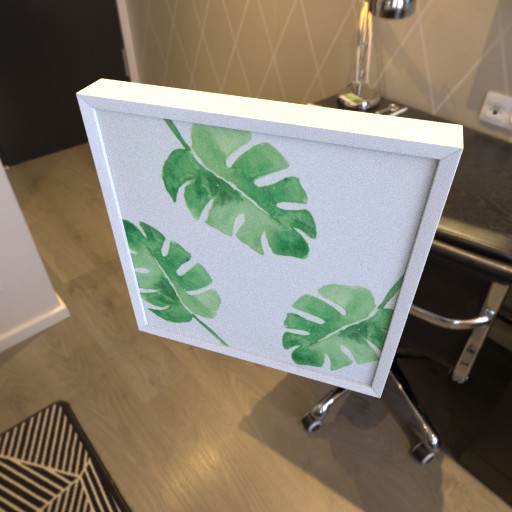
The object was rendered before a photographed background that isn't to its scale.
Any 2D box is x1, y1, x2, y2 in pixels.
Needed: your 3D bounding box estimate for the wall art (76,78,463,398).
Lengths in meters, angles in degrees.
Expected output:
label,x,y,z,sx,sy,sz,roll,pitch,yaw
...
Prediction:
label,x,y,z,sx,sy,sz,roll,pitch,yaw
wall art,0.000,0.000,0.446,0.305,0.305,0.038,12,42,14
